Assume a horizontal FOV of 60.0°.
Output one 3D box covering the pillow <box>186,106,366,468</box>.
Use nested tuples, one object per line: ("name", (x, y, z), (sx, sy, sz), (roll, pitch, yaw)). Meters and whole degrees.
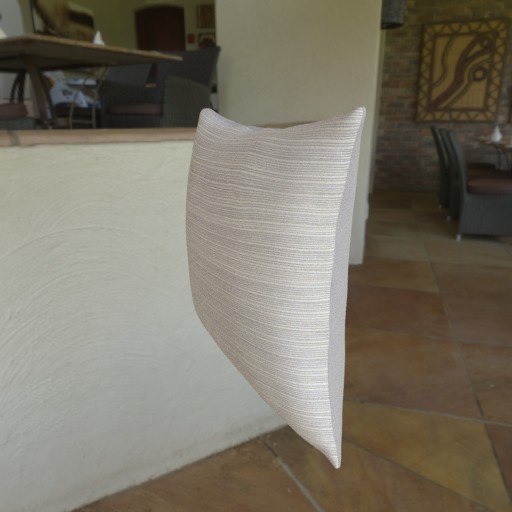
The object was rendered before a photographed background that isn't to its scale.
("pillow", (0.000, 0.000, 0.776), (0.204, 0.497, 0.512), (-8, 19, -25))
